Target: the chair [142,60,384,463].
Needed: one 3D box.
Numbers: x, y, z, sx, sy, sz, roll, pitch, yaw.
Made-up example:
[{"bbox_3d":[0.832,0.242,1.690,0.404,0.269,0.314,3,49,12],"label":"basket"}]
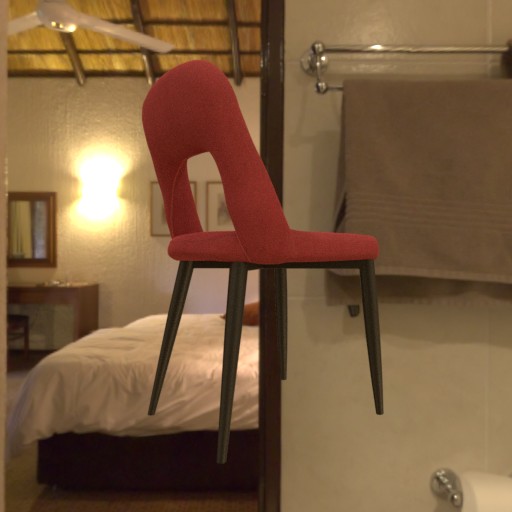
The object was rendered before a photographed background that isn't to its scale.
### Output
[{"bbox_3d":[0.000,0.000,1.230,0.569,0.892,0.483,0,0,-36],"label":"chair"}]
